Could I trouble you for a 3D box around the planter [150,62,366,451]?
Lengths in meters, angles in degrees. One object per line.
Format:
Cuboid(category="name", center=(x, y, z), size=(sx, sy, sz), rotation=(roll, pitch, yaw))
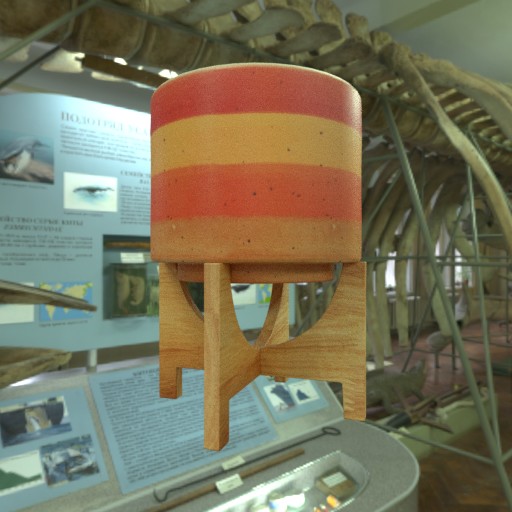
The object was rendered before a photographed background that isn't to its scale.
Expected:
Cuboid(category="planter", center=(0.000, 0.000, 0.557), size=(0.269, 0.379, 0.269), rotation=(0, 0, 0))
